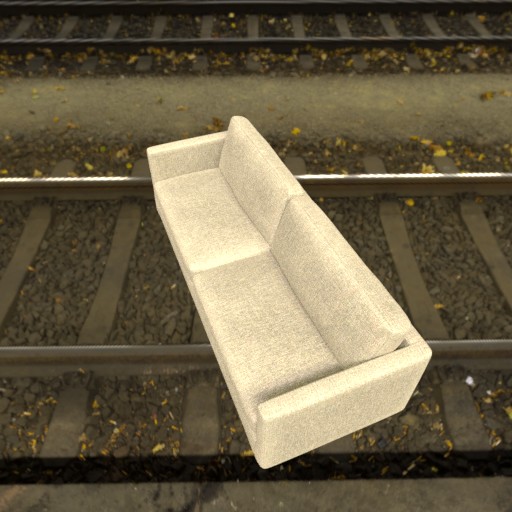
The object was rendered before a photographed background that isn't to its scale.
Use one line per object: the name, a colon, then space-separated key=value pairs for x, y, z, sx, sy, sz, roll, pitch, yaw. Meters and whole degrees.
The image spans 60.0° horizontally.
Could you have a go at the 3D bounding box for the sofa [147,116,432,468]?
sofa: x=0.000 y=0.000 z=3.040 sx=0.948 sy=0.951 sz=2.434 roll=-16 pitch=48 yaw=-15
